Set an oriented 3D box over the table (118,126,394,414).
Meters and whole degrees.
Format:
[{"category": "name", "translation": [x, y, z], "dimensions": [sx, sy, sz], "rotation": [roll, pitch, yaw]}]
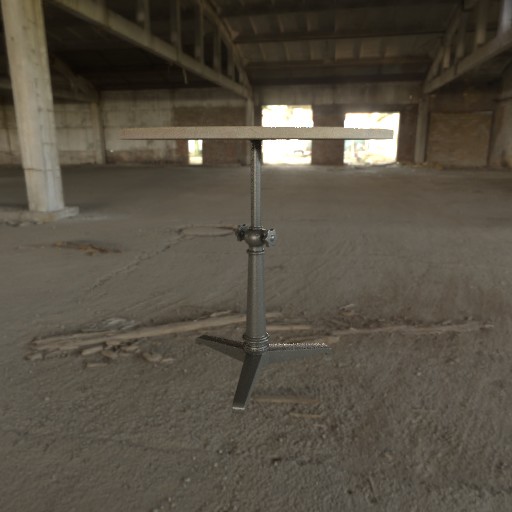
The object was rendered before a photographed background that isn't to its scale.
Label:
[{"category": "table", "translation": [0.000, 0.000, 1.437], "dimensions": [0.800, 0.780, 0.800], "rotation": [0, 14, 0]}]
